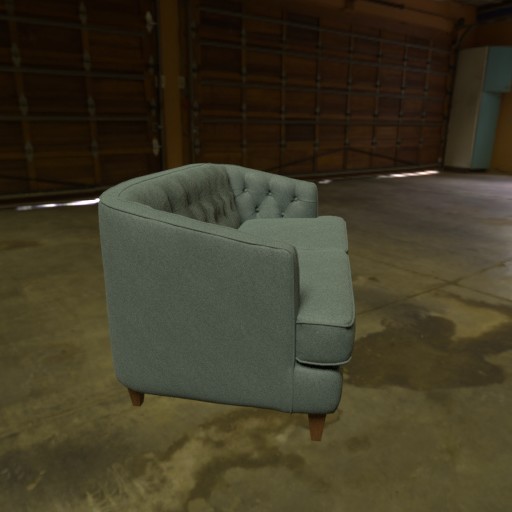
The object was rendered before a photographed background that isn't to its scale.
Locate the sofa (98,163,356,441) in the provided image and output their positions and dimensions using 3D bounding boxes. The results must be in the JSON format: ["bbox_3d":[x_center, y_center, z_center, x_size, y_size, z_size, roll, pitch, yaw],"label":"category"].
[{"bbox_3d":[0.000,0.000,2.256,0.941,0.855,1.733,3,16,9],"label":"sofa"}]
